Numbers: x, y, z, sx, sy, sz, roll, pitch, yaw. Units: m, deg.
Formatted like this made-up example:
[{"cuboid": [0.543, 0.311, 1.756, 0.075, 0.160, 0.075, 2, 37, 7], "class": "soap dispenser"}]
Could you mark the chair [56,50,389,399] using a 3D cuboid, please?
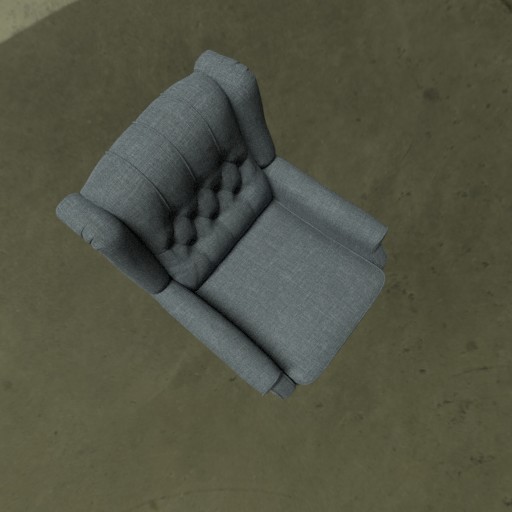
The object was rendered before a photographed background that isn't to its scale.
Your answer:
[{"cuboid": [0.000, 0.000, 1.628, 0.898, 1.035, 0.742, 37, 78, 9], "class": "chair"}]
